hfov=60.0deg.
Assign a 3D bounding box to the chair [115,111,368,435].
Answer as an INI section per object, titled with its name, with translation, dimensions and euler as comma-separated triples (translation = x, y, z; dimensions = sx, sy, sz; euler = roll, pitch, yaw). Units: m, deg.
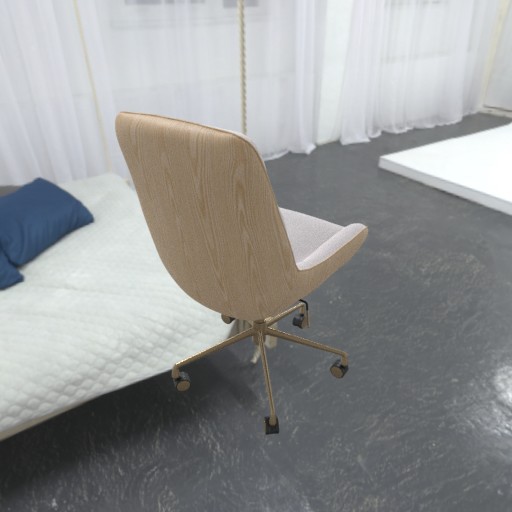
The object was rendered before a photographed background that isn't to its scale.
[chair]
translation = 0.000, 0.000, 1.377
dimensions = 0.564, 0.952, 0.668
euler = 20, 36, 31
